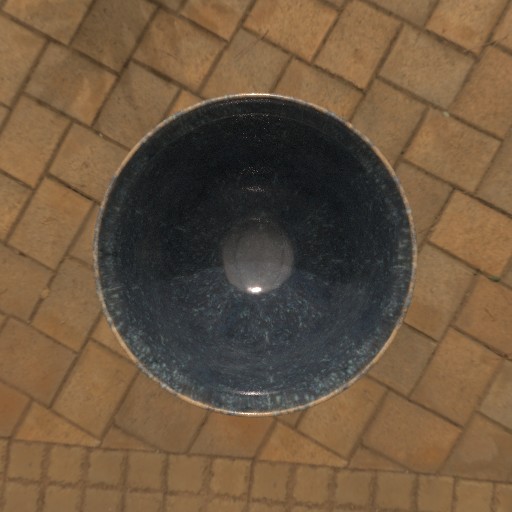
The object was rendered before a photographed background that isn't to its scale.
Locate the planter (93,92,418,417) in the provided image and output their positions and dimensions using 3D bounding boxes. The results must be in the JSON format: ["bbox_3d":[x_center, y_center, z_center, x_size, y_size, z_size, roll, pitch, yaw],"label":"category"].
[{"bbox_3d":[0.000,0.000,0.495,0.266,0.270,0.266,0,89,0],"label":"planter"}]
